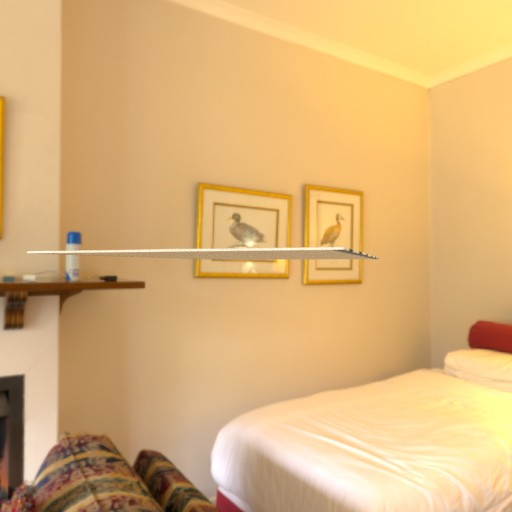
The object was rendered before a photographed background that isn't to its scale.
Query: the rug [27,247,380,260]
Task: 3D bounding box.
[{"bbox_3d":[0.000,0.000,3.045,1.521,0.015,2.436,0,-1,19],"label":"rug"}]
